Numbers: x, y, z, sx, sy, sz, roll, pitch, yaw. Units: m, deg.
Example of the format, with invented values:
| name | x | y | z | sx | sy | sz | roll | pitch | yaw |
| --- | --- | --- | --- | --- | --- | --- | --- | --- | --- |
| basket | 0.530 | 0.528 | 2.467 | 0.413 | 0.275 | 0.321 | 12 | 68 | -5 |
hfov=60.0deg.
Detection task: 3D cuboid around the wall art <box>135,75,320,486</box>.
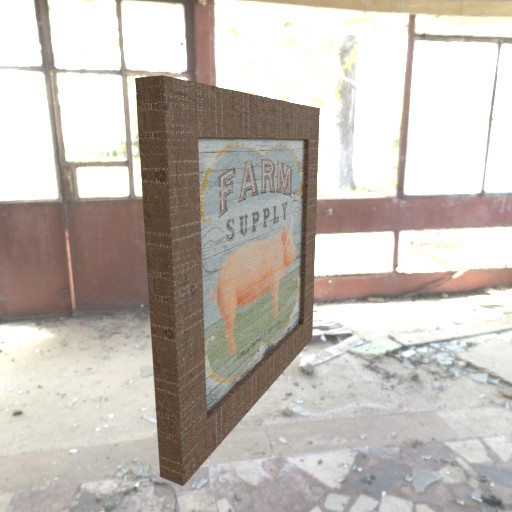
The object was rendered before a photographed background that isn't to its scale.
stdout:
| name | x | y | z | sx | sy | sz | roll | pitch | yaw |
| --- | --- | --- | --- | --- | --- | --- | --- | --- | --- |
| wall art | 0.000 | 0.000 | 0.785 | 0.040 | 0.531 | 0.531 | 7 | 16 | 26 |
